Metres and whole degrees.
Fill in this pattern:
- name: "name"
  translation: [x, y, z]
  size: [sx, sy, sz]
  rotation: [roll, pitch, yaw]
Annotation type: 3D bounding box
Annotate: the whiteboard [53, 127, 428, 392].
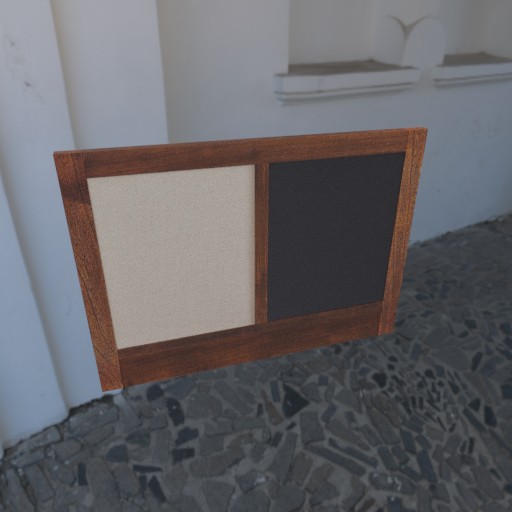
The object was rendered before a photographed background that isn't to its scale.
- name: "whiteboard"
  translation: [0.000, 0.000, 1.036]
  size: [0.768, 0.553, 0.083]
  rotation: [-8, 28, -15]
